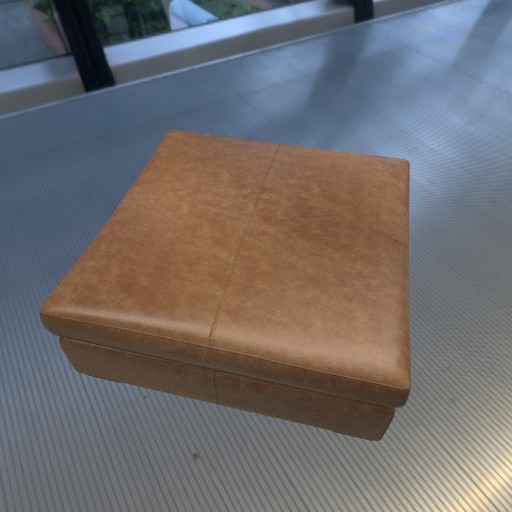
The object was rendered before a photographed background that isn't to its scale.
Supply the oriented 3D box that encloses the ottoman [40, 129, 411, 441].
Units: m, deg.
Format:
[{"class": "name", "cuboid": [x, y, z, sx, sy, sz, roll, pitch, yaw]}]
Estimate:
[{"class": "ottoman", "cuboid": [0.000, 0.000, 1.830, 1.168, 0.483, 1.169, 10, 47, 9]}]
